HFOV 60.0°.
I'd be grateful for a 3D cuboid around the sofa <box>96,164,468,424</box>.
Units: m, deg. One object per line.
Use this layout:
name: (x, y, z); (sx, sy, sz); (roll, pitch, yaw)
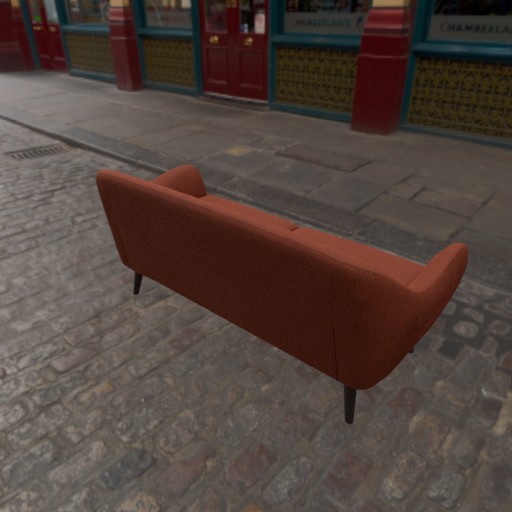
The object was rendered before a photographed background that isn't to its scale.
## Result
sofa: (0.000, 0.000, 2.288); (1.840, 0.836, 0.820); (22, 36, 35)
